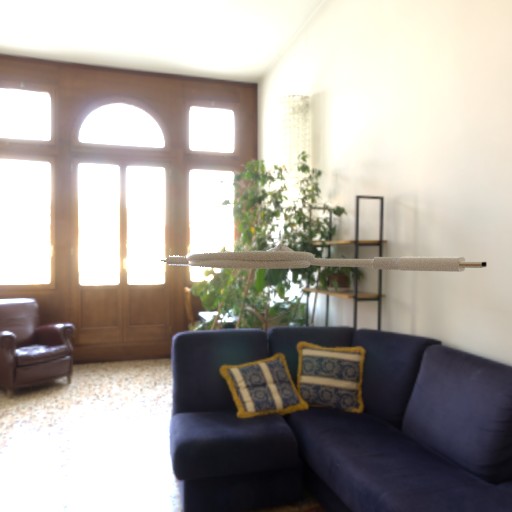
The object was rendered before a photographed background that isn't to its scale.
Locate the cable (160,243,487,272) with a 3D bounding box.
[{"bbox_3d":[0.000,0.000,0.229,0.203,0.014,0.070,0,0,37],"label":"cable"}]
